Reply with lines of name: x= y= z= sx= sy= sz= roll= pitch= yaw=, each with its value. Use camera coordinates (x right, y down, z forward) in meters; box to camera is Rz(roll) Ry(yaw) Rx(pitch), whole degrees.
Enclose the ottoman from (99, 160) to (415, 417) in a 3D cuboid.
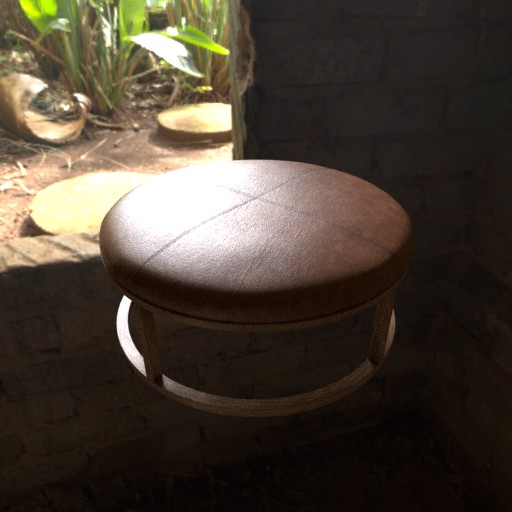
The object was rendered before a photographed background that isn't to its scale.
ottoman: x=0.000 y=0.000 z=1.540 sx=1.006 sy=0.445 sz=1.006 roll=0 pitch=31 yaw=0
